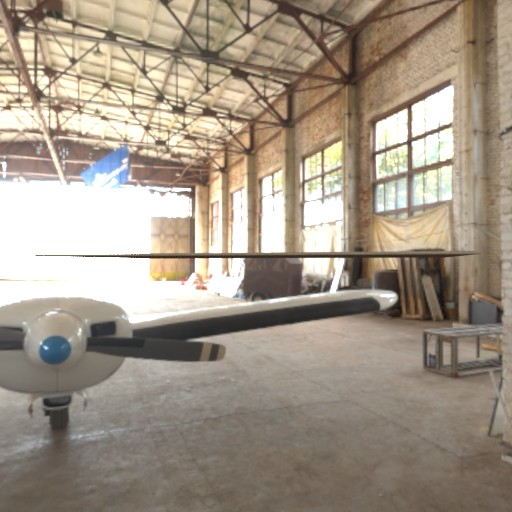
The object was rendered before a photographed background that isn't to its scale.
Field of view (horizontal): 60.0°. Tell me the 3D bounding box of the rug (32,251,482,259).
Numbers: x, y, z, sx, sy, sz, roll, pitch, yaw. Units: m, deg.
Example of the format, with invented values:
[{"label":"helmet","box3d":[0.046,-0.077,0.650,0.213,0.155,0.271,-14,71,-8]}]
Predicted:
[{"label":"rug","box3d":[0.000,0.000,1.439,1.219,0.007,0.604,0,-1,16]}]
